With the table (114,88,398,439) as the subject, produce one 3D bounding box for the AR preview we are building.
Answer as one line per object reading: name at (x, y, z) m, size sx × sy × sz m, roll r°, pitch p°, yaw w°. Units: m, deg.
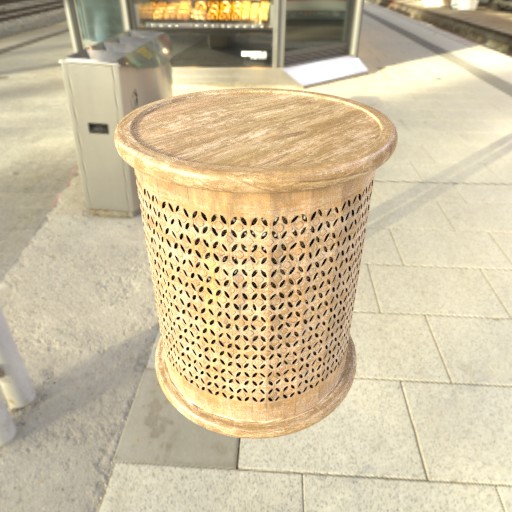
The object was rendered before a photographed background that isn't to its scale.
table at (0.000, 0.000, 0.785) m, size 0.407 × 0.482 × 0.407 m, roll 0°, pitch 34°, yaw 0°
